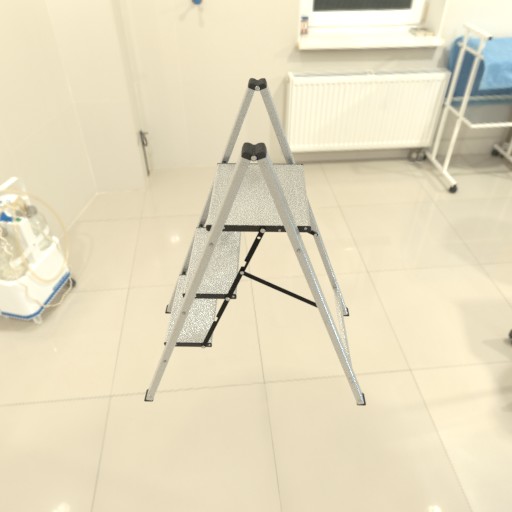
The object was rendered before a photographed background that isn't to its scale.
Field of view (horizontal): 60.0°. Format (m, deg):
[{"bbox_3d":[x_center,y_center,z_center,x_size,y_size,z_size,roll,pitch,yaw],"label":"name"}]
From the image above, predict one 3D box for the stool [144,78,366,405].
[{"bbox_3d":[0.000,0.000,1.332,0.730,0.902,0.441,1,40,1],"label":"stool"}]
